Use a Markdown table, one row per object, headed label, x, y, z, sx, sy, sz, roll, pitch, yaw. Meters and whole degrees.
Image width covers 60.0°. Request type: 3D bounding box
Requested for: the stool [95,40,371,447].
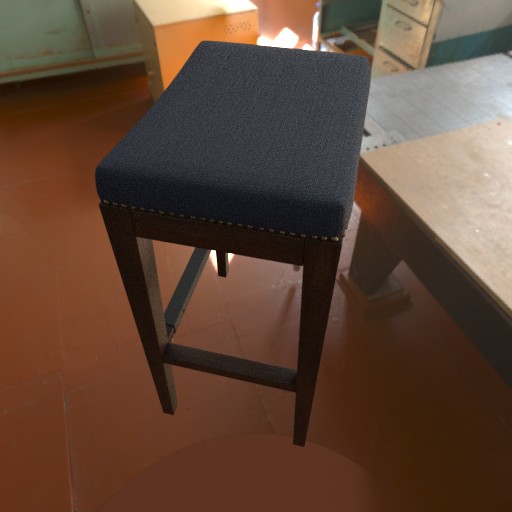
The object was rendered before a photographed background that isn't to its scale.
| label | x | y | z | sx | sy | sz | roll | pitch | yaw |
| --- | --- | --- | --- | --- | --- | --- | --- | --- | --- |
| stool | 0.000 | 0.000 | 0.987 | 0.358 | 0.740 | 0.498 | 10 | 47 | 9 |
